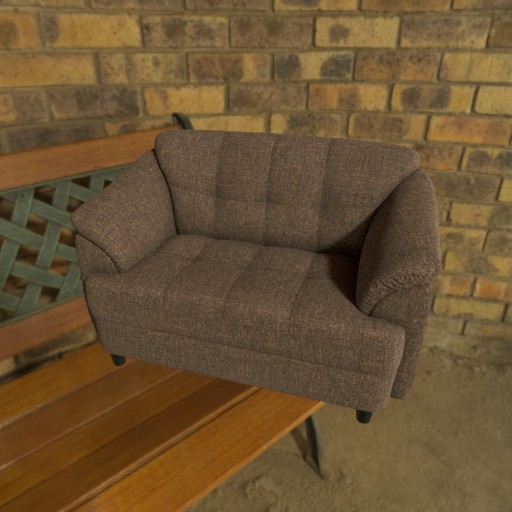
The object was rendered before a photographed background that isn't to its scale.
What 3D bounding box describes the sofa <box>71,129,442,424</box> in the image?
[{"bbox_3d":[0.000,0.000,1.900,1.404,0.895,0.799,8,28,15],"label":"sofa"}]
